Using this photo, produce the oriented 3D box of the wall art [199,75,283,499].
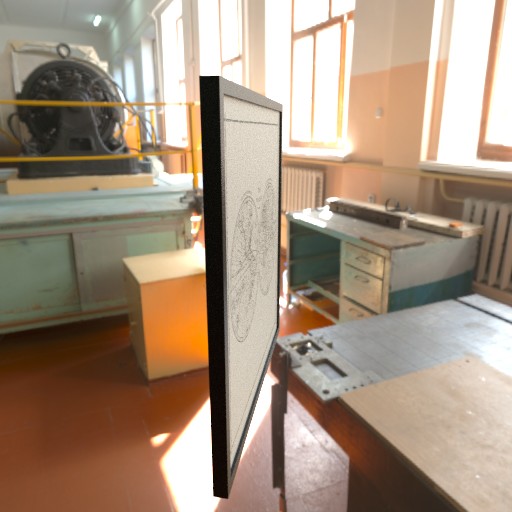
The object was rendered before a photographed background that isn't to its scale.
[{"bbox_3d":[0.000,0.000,1.132,0.031,0.775,0.773,3,16,10],"label":"wall art"}]
